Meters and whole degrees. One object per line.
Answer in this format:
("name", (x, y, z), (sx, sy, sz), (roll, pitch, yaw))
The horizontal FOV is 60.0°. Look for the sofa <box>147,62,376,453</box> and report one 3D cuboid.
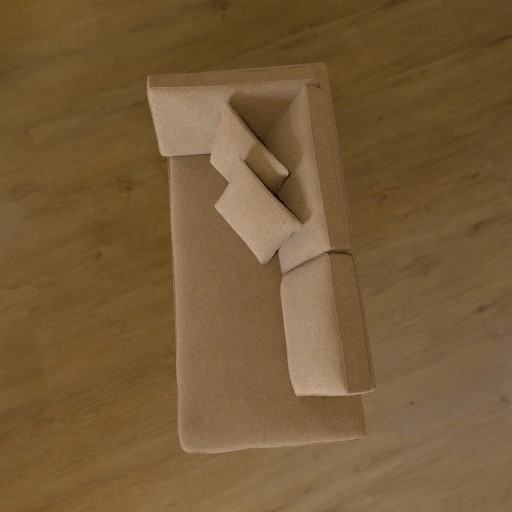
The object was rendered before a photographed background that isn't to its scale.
("sofa", (0.000, 0.000, 2.746), (1.110, 1.019, 2.238), (-5, 75, -1))
